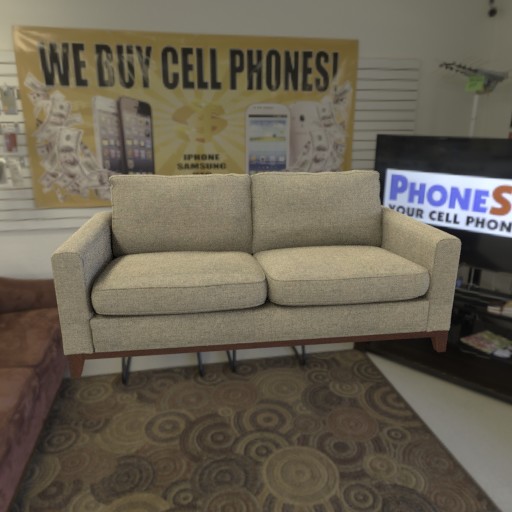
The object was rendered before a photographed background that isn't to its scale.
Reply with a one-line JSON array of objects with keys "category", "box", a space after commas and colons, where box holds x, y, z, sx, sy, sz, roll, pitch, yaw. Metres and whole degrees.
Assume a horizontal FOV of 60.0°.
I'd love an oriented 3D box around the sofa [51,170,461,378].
[{"category": "sofa", "box": [0.000, 0.000, 2.549, 1.978, 0.892, 0.969, -2, 17, -7]}]
